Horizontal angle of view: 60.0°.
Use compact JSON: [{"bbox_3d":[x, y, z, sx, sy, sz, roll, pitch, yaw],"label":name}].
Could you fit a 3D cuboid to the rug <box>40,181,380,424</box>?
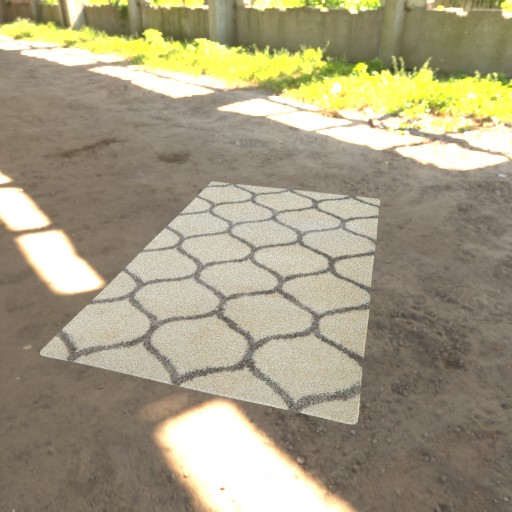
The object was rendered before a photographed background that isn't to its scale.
[{"bbox_3d":[0.000,0.000,2.916,1.501,0.024,2.348,8,31,13],"label":"rug"}]
